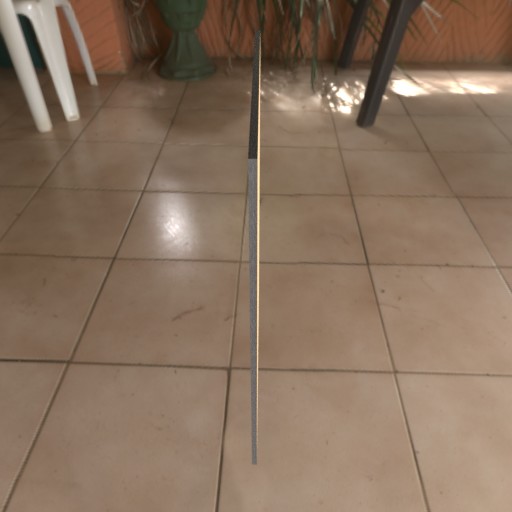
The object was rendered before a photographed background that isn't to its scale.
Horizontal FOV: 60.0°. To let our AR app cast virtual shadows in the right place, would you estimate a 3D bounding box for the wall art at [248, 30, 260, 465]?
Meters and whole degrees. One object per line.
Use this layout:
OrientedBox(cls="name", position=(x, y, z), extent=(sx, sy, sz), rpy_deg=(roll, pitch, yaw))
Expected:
OrientedBox(cls="wall art", position=(0.000, 0.000, 1.406), extent=(0.016, 1.116, 0.810), rpy_deg=(0, 41, 1))
